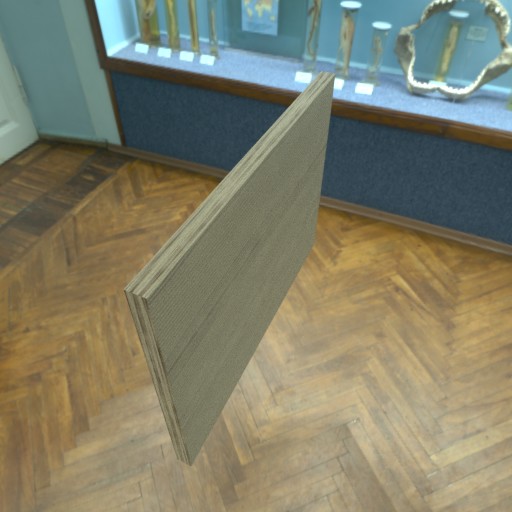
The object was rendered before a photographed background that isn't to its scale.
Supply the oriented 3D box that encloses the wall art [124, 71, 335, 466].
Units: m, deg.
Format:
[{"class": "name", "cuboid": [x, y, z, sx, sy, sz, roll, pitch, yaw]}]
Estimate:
[{"class": "wall art", "cuboid": [0.000, 0.000, 1.106, 0.063, 0.609, 0.841, 18, 47, 18]}]
